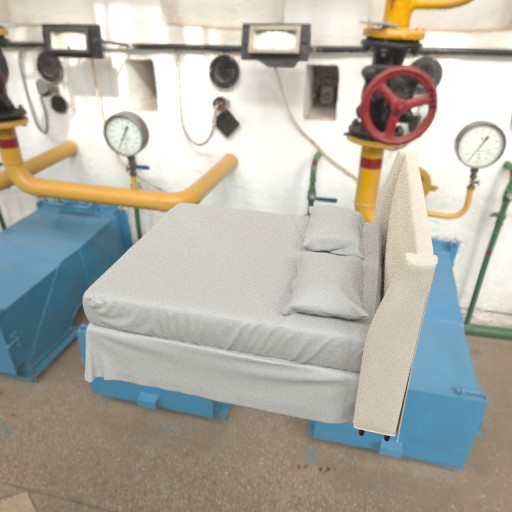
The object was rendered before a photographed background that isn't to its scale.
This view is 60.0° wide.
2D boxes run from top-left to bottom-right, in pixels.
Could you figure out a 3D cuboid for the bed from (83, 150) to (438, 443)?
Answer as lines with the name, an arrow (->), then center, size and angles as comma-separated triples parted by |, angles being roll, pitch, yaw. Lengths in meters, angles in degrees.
bed -> 0.000, 0.000, 3.430 | 2.276, 1.332, 1.925 | 7, 31, 13
